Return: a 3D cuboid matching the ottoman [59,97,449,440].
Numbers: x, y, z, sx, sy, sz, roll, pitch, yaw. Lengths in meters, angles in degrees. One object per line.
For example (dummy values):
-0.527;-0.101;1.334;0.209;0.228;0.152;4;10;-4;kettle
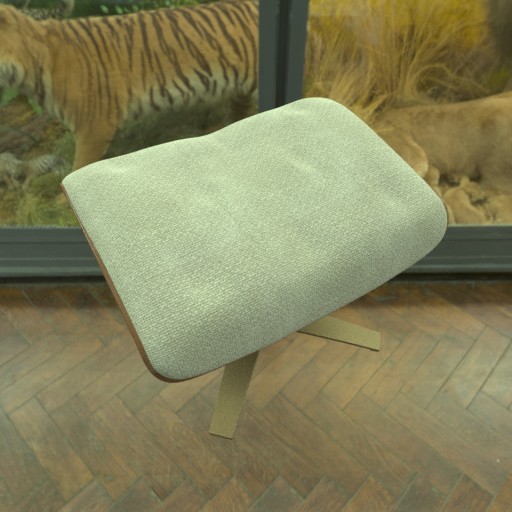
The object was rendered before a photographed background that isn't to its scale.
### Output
0.000;0.000;0.803;0.520;0.391;0.394;-24;51;-21;ottoman
